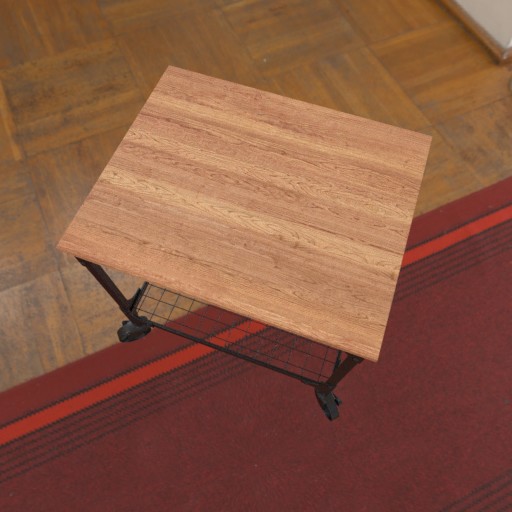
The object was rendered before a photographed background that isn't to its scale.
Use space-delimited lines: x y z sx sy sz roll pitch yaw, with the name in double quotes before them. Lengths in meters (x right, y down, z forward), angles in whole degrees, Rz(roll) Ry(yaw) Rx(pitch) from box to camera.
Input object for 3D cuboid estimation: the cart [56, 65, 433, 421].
"cart" 0.000 0.000 1.118 0.666 0.603 0.558 18 66 8
